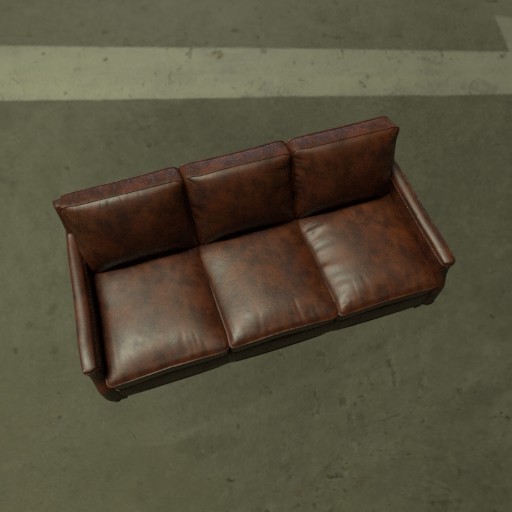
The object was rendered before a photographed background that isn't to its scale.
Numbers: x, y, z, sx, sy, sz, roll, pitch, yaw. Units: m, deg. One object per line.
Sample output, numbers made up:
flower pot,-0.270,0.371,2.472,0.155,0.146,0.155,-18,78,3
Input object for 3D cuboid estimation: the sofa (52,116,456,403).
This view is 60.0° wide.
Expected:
sofa,0.000,0.000,2.805,2.240,1.003,1.084,-16,63,-8
